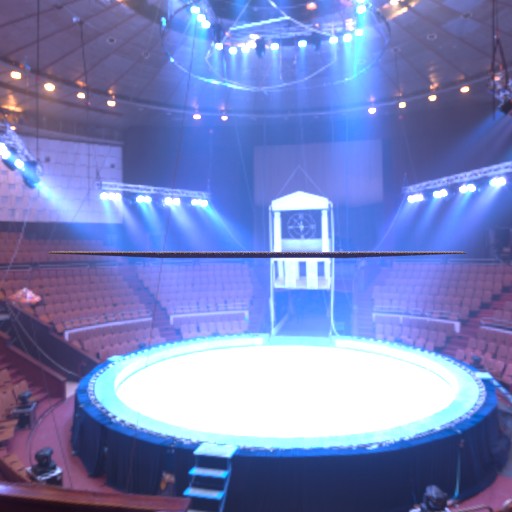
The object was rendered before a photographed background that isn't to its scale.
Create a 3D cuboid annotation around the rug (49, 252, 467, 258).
[{"bbox_3d":[0.000,0.000,3.986,2.363,0.012,2.980,0,-1,-1],"label":"rug"}]
